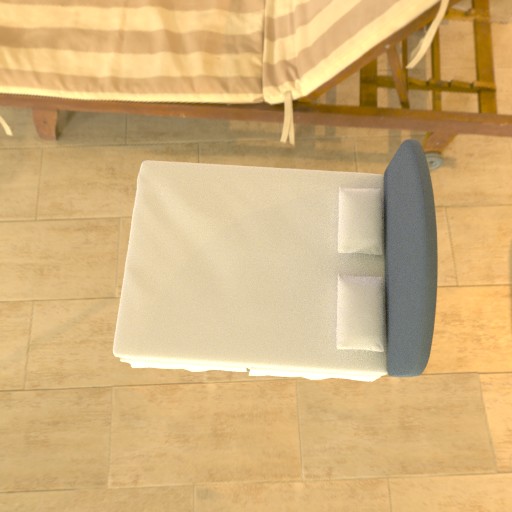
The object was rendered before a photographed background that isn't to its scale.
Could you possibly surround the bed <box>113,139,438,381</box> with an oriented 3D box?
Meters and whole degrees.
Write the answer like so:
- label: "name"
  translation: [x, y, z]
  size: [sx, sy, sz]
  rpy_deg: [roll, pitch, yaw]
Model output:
- label: "bed"
  translation: [0.000, 0.000, 3.124]
  size: [2.005, 1.410, 1.607]
  rpy_deg: [4, 74, 1]
